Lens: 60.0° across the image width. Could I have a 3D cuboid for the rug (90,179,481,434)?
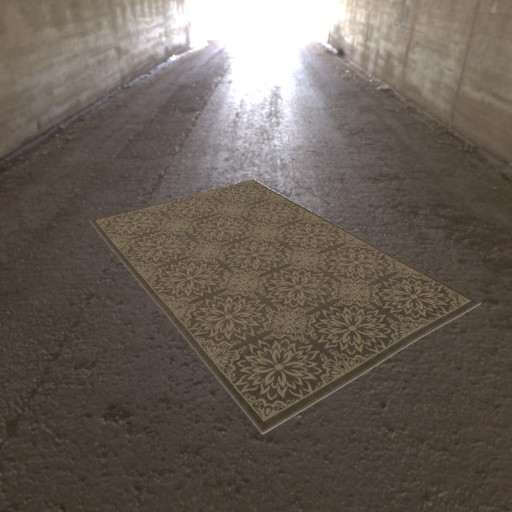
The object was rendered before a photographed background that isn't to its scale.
[{"bbox_3d":[0.000,0.000,3.530,1.819,0.018,2.746,-20,36,-29],"label":"rug"}]
